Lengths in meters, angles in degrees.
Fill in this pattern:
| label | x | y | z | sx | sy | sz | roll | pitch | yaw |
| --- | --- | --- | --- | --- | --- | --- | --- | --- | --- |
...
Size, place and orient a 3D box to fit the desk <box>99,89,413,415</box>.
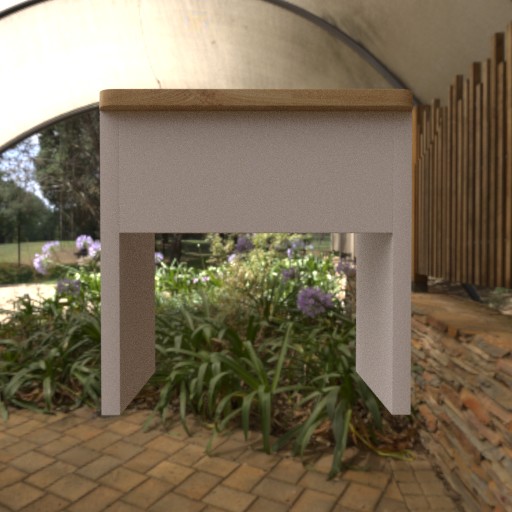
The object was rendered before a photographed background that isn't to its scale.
| label | x | y | z | sx | sy | sz | roll | pitch | yaw |
| --- | --- | --- | --- | --- | --- | --- | --- | --- | --- |
| desk | 0.000 | 0.000 | 1.264 | 0.760 | 0.790 | 0.440 | 0 | 1 | 0 |
